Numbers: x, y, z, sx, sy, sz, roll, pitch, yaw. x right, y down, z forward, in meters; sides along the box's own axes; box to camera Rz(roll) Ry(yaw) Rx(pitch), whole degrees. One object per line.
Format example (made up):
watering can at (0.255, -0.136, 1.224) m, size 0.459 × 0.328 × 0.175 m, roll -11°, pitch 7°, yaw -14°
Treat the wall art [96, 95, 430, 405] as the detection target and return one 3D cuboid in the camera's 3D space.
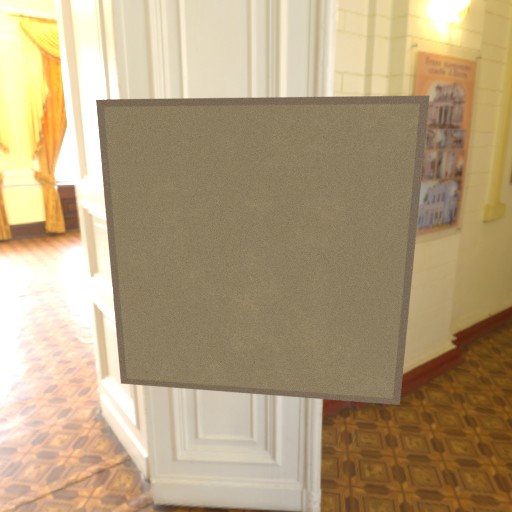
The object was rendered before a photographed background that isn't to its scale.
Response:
wall art at (0.000, 0.000, 0.754) m, size 0.508 × 0.506 × 0.038 m, roll 2°, pitch 15°, yaw 7°
